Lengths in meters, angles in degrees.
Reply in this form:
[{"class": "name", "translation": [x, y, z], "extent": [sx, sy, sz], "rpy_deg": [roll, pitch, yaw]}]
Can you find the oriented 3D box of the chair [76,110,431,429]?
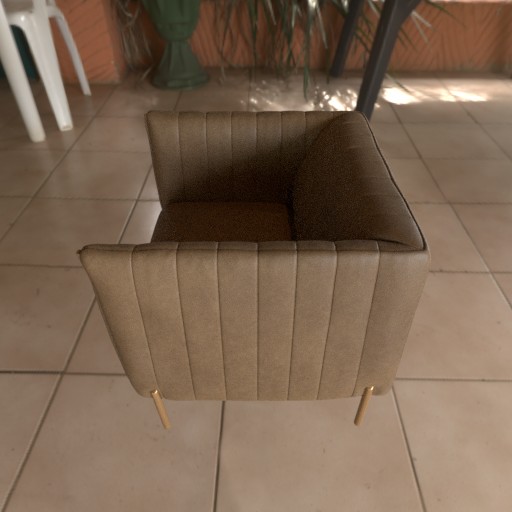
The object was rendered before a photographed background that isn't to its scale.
[{"class": "chair", "translation": [0.000, 0.000, 1.642], "extent": [0.876, 0.779, 0.981], "rpy_deg": [0, 40, 0]}]
